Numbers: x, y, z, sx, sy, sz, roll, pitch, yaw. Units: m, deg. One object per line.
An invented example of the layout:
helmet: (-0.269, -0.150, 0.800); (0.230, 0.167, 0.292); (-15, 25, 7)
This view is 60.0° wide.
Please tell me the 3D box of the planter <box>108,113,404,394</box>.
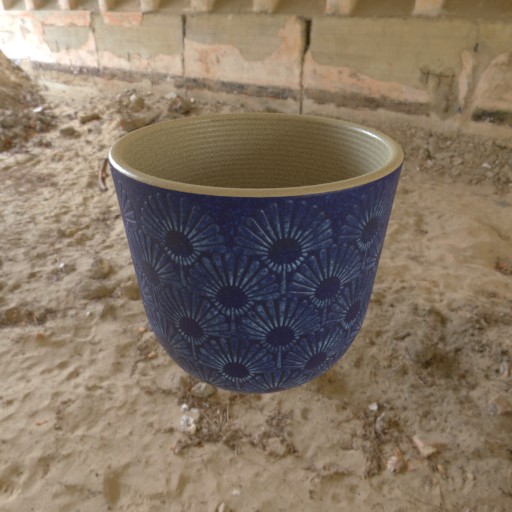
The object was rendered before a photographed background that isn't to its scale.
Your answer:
planter: (0.000, 0.000, 0.367); (0.206, 0.190, 0.206); (0, 29, 0)
